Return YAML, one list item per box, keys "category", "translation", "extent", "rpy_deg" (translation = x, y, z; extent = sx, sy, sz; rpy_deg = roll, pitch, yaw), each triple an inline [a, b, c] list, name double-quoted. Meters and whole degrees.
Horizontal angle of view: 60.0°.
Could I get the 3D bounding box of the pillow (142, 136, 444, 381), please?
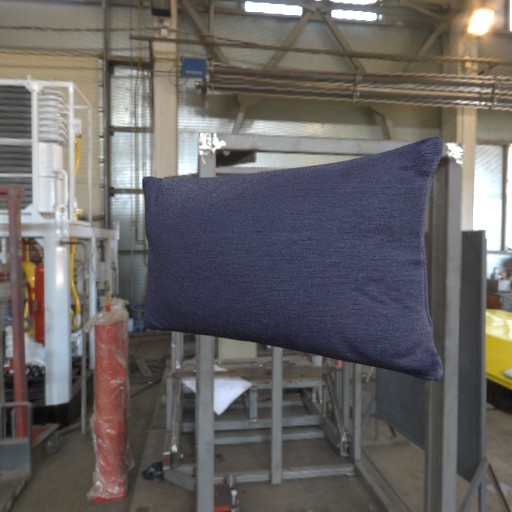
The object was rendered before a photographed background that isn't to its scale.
- category: "pillow"
  translation: [0.000, 0.000, 0.789]
  extent: [0.633, 0.338, 0.210]
  rpy_deg: [1, 2, 37]
